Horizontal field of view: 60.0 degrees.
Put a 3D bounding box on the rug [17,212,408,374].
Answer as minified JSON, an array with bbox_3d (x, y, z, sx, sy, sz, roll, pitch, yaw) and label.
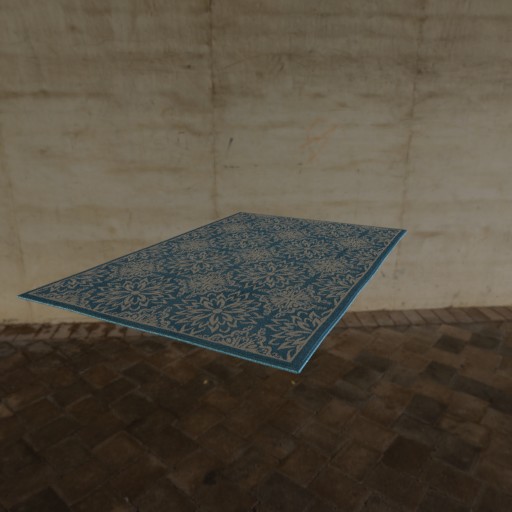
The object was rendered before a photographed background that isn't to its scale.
[{"bbox_3d":[0.000,0.000,2.282,1.211,0.012,1.833,9,19,26],"label":"rug"}]
